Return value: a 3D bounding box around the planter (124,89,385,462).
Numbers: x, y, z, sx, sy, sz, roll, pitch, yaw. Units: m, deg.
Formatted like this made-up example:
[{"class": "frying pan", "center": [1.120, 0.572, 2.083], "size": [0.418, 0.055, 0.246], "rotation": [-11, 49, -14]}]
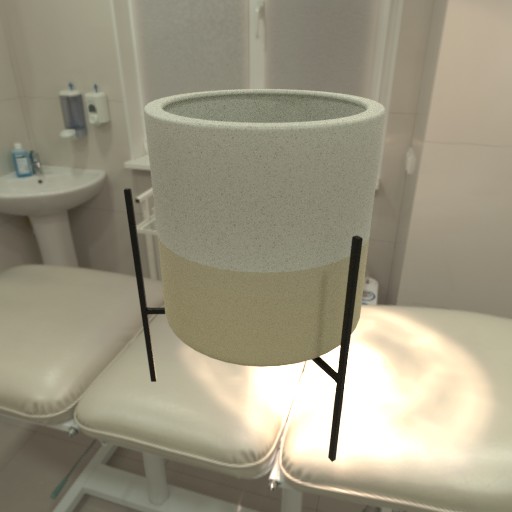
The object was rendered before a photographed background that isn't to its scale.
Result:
[{"class": "planter", "center": [0.000, 0.000, 0.541], "size": [0.263, 0.362, 0.267], "rotation": [8, 28, 15]}]
